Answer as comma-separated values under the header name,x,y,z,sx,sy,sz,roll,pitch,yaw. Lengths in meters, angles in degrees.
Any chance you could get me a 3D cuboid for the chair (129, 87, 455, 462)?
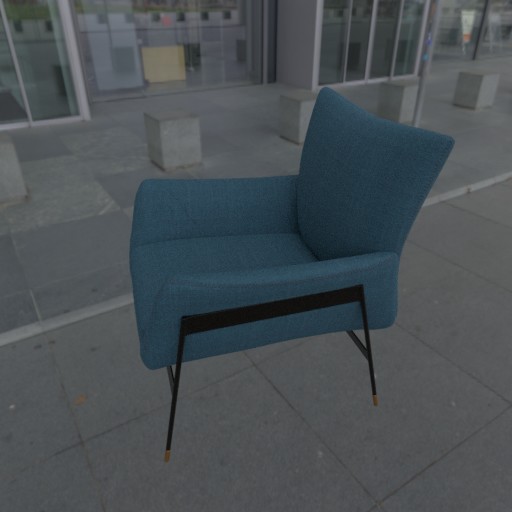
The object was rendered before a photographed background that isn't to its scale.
name,x,y,z,sx,sy,sz,roll,pitch,yaw
chair,0.000,0.000,1.380,0.769,0.859,0.678,-9,32,-15
